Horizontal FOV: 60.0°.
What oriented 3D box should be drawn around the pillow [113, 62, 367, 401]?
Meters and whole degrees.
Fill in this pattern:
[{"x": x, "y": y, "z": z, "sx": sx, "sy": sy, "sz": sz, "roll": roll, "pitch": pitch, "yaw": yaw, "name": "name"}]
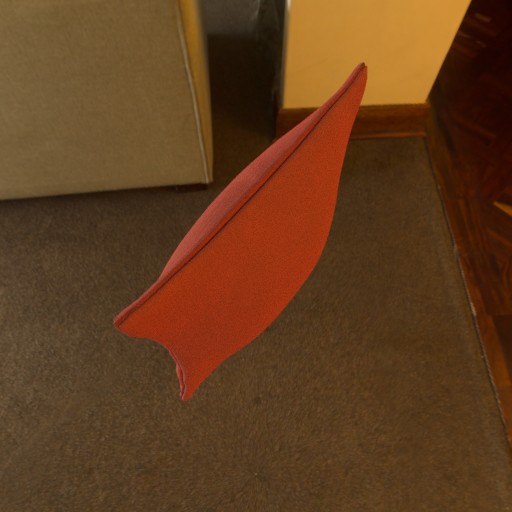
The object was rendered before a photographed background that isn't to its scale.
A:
[{"x": 0.000, "y": 0.000, "z": 0.661, "sx": 0.151, "sy": 0.416, "sz": 0.435, "roll": 35, "pitch": 69, "yaw": 16, "name": "pillow"}]
